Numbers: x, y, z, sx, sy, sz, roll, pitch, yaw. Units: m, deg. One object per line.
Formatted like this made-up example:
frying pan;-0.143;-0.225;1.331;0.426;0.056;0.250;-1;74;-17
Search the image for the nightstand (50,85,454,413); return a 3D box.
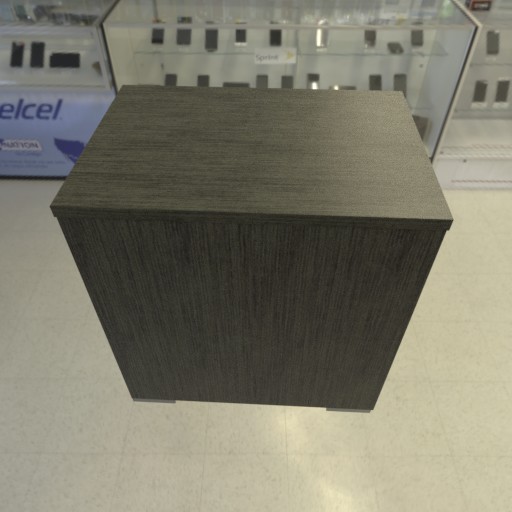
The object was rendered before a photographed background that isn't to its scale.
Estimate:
nightstand;0.000;0.000;0.761;0.441;0.460;0.325;2;45;2
